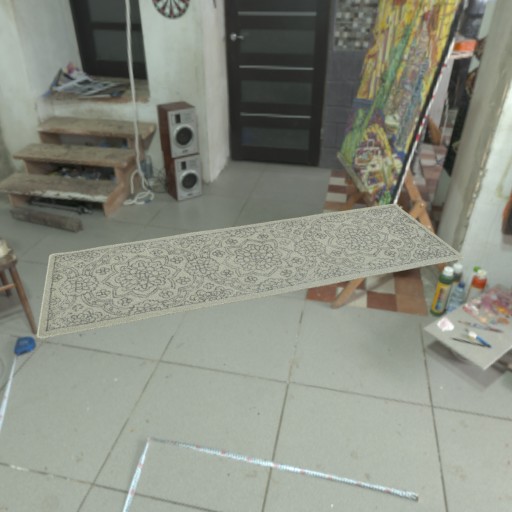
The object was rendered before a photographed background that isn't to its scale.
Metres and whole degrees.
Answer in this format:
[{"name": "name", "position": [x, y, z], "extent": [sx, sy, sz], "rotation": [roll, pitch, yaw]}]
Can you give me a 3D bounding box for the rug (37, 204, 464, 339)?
[{"name": "rug", "position": [0.000, 0.000, 2.728], "extent": [2.431, 0.006, 0.806], "rotation": [-9, 34, -14]}]
